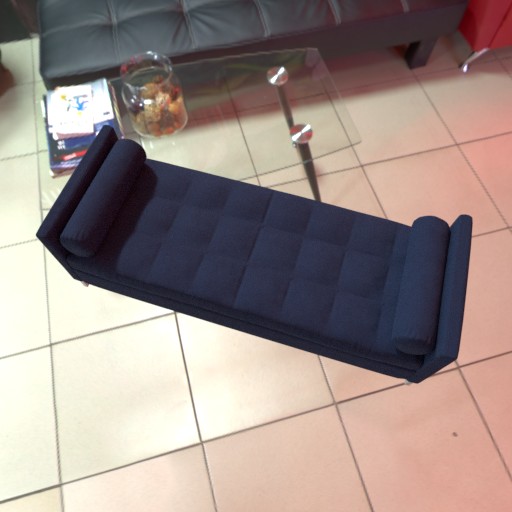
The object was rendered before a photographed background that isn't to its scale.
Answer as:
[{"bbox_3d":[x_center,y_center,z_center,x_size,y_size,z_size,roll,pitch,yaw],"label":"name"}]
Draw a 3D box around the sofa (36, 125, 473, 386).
[{"bbox_3d":[0.000,0.000,2.508,2.102,0.657,0.797,16,64,8],"label":"sofa"}]
